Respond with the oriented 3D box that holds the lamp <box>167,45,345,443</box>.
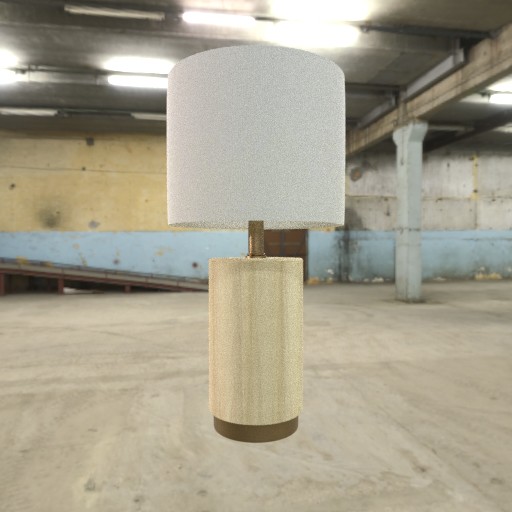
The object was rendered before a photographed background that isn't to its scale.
[{"bbox_3d":[0.000,0.000,0.579,0.228,0.444,0.228,0,1,19],"label":"lamp"}]
